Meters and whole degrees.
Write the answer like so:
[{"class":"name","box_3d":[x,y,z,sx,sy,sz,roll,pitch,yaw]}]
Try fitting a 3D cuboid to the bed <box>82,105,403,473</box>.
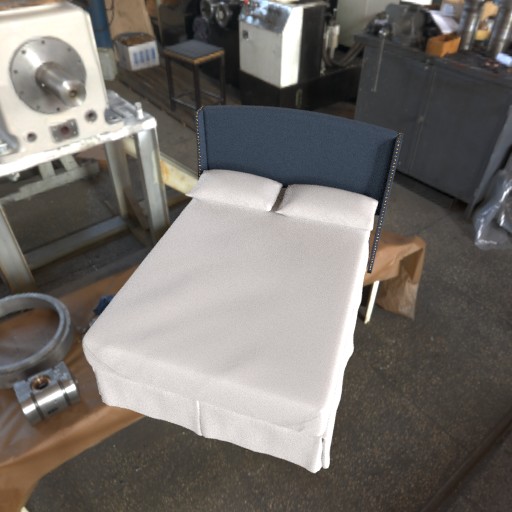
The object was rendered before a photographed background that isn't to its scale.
[{"class":"bed","box_3d":[0.000,0.000,3.297,1.710,1.407,2.237,12,42,14]}]
